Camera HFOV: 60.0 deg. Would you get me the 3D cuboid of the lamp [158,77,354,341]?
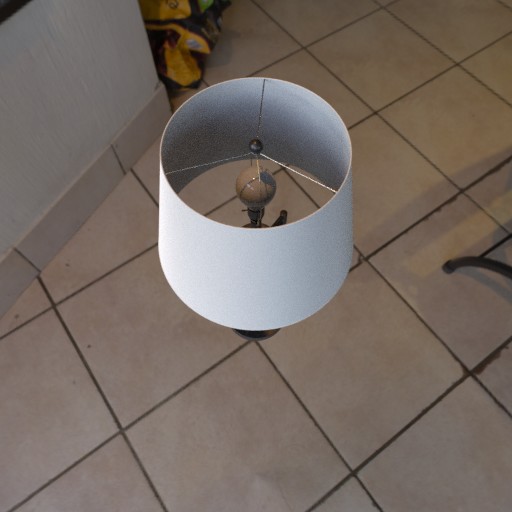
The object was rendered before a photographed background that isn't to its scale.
[{"bbox_3d":[0.000,0.000,0.904,0.363,0.696,0.363,0,64,0],"label":"lamp"}]
